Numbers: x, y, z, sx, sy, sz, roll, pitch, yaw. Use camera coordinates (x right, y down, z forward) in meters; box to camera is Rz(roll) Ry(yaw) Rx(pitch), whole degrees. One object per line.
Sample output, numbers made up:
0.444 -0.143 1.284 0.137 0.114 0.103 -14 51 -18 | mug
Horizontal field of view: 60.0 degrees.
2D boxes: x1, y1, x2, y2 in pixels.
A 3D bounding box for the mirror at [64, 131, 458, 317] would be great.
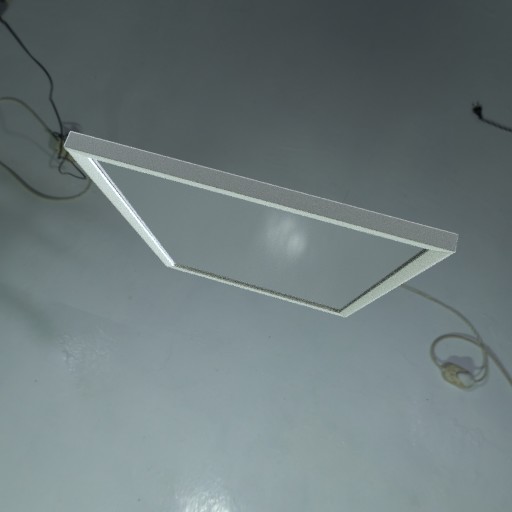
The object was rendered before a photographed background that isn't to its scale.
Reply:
0.000 0.000 1.325 0.762 1.016 0.040 16 76 4 | mirror
